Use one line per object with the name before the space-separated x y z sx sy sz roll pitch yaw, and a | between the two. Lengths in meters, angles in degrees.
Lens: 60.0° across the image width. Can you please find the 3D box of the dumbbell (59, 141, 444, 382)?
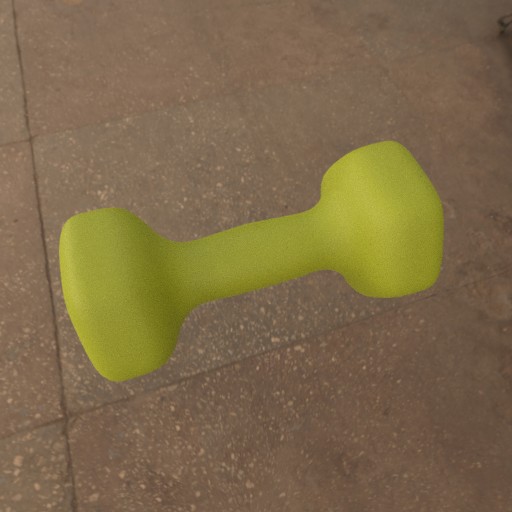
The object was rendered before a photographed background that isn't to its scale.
dumbbell | 0.000 0.000 0.207 0.164 0.072 0.080 -15 59 -9
